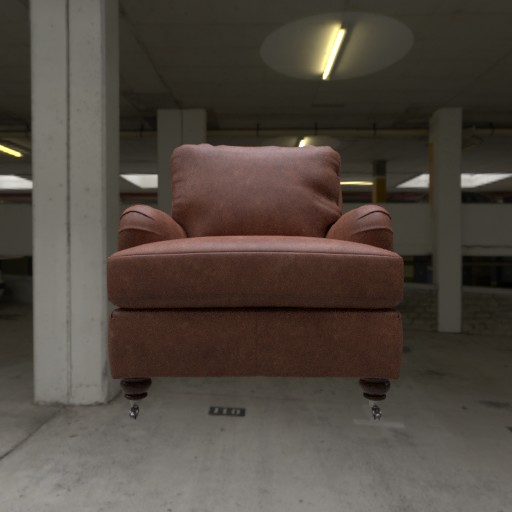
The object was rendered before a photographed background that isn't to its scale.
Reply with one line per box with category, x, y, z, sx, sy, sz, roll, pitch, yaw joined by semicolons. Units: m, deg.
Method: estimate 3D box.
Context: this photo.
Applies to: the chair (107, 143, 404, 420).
chair;0.000;0.000;1.945;0.986;1.055;1.158;0;1;0
